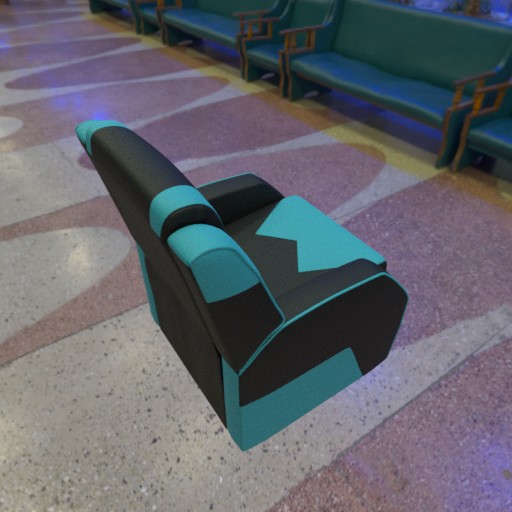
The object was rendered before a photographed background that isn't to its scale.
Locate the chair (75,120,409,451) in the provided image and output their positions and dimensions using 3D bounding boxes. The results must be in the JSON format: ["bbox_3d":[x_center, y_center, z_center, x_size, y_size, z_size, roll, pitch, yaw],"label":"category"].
[{"bbox_3d":[0.000,0.000,1.258,0.672,0.805,0.620,-23,45,-25],"label":"chair"}]
